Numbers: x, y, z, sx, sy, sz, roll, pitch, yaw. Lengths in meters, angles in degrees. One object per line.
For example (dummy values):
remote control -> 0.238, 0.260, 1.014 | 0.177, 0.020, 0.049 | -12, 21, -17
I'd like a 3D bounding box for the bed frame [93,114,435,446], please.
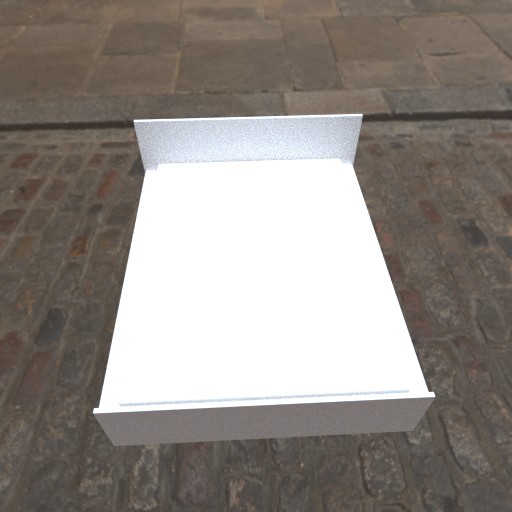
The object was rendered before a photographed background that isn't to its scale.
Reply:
bed frame -> 0.000, 0.000, 2.776 | 1.622, 0.800, 1.960 | -2, 47, -2
